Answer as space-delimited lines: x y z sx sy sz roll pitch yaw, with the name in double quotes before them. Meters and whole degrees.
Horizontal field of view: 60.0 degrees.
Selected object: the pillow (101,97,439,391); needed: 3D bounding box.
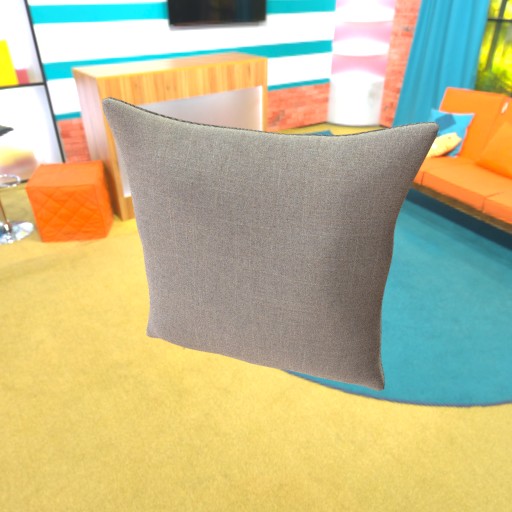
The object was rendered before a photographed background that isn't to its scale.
"pillow" 0.000 0.000 0.662 0.435 0.432 0.138 10 33 15
